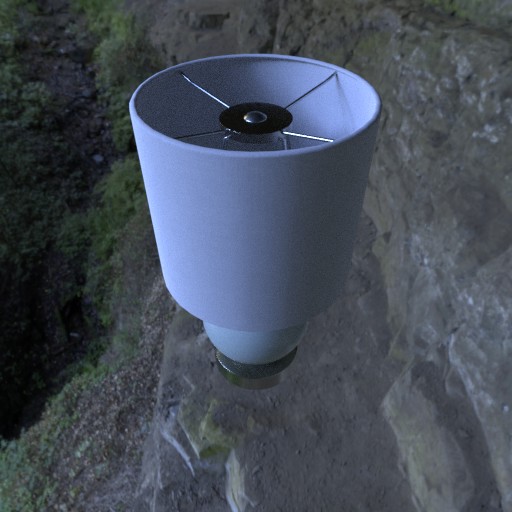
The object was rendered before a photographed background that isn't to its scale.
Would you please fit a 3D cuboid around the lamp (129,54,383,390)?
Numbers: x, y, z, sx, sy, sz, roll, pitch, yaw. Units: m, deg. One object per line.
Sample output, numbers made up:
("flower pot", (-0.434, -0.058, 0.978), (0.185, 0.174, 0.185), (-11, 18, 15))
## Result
("lamp", (0.000, 0.000, 0.476), (0.201, 0.353, 0.201), (13, 43, 14))
